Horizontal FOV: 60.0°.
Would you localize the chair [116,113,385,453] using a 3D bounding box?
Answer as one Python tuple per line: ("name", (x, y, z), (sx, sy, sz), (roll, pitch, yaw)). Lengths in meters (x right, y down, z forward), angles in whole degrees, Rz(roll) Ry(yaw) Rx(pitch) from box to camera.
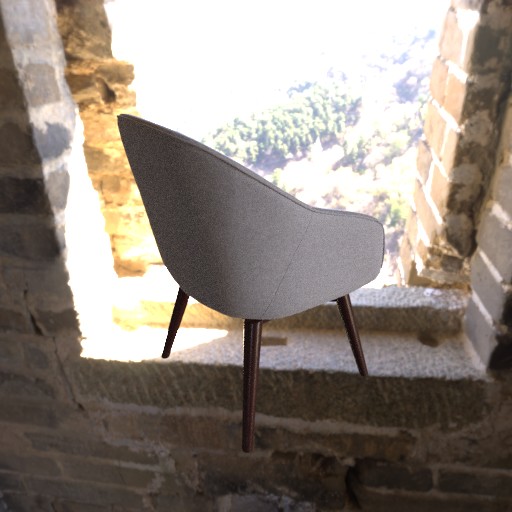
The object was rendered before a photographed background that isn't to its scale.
("chair", (0.000, 0.000, 1.252), (0.635, 0.823, 0.596), (-20, 33, -33))
